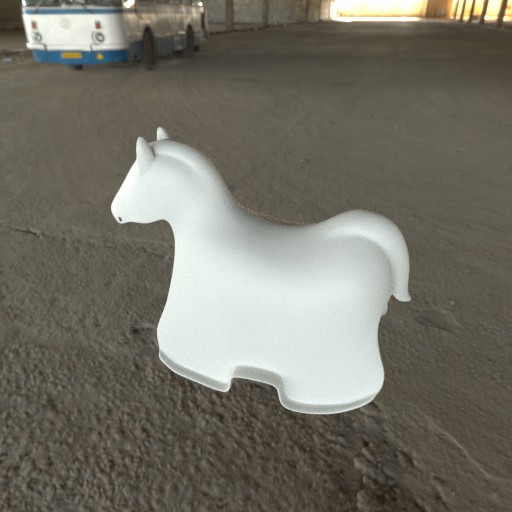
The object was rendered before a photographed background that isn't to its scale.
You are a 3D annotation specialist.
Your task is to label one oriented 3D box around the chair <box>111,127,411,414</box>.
[{"bbox_3d":[0.000,0.000,1.166,0.800,0.612,0.429,8,30,14],"label":"chair"}]
